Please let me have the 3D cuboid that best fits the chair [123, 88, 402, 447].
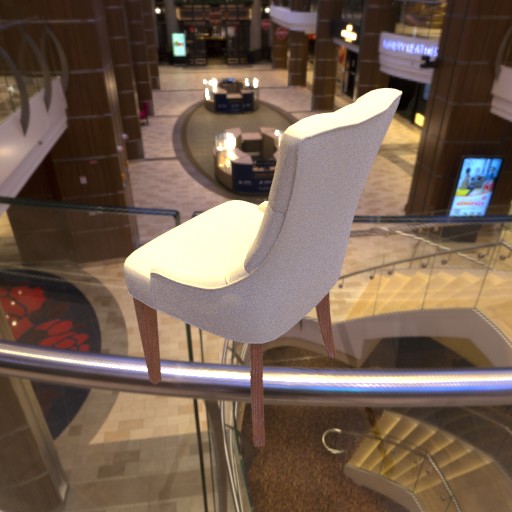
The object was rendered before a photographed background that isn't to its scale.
[{"bbox_3d":[0.000,0.000,1.211,0.565,0.874,0.509,21,38,30],"label":"chair"}]
